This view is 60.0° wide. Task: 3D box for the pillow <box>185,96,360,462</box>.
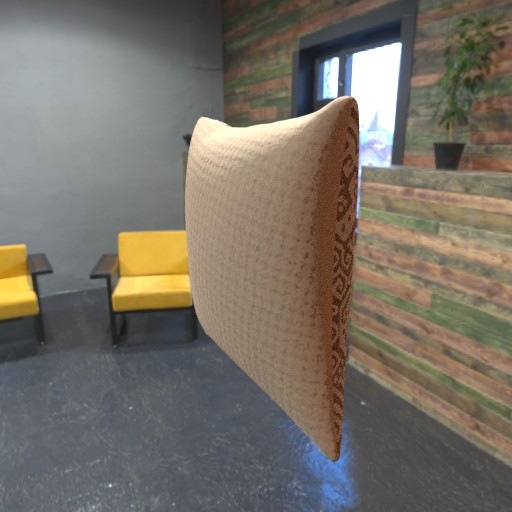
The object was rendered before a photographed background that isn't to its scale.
[{"bbox_3d":[0.000,0.000,0.645,0.173,0.407,0.419,-7,16,-26],"label":"pillow"}]
